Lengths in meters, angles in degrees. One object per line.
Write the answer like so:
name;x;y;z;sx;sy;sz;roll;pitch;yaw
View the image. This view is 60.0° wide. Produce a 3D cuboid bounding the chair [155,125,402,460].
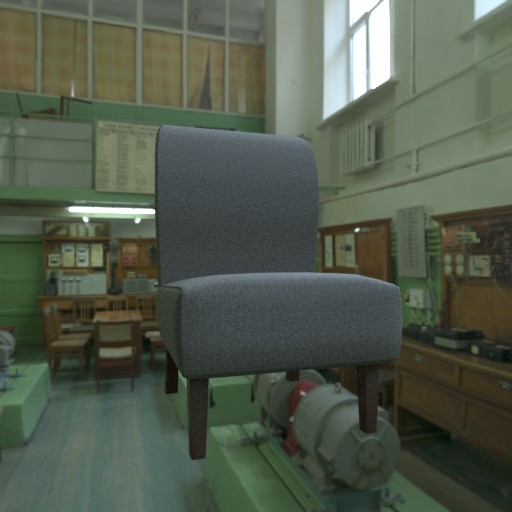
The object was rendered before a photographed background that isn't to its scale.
chair;0.000;0.000;1.170;0.513;0.804;0.592;0;0;-19
